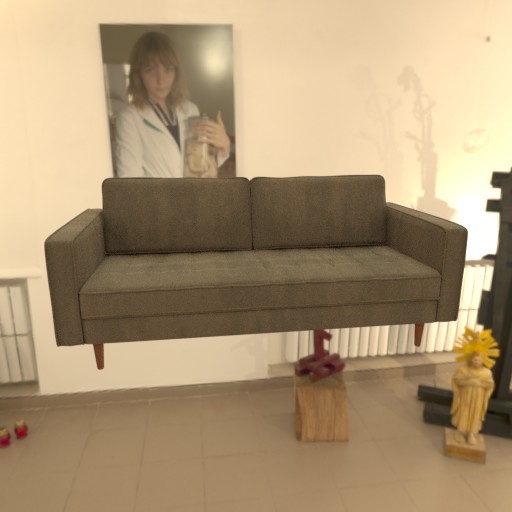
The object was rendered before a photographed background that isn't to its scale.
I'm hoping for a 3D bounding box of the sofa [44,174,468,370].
[{"bbox_3d":[0.000,0.000,2.415,1.920,0.825,0.924,-2,15,-8],"label":"sofa"}]
